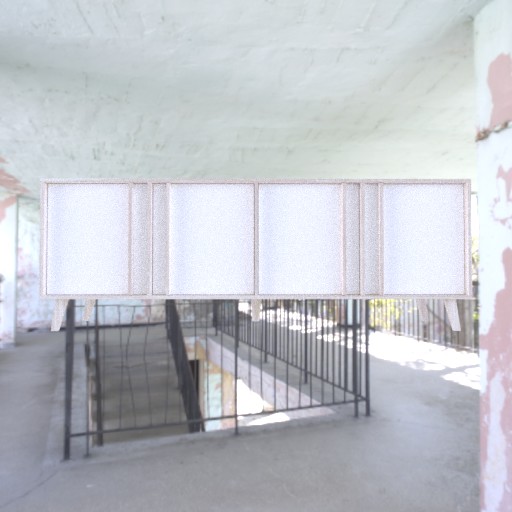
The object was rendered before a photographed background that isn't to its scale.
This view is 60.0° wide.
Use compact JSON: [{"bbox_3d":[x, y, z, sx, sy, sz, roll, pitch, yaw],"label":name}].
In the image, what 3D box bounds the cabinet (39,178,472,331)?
[{"bbox_3d":[0.000,0.000,2.505,2.200,0.780,0.500,0,-1,0],"label":"cabinet"}]
